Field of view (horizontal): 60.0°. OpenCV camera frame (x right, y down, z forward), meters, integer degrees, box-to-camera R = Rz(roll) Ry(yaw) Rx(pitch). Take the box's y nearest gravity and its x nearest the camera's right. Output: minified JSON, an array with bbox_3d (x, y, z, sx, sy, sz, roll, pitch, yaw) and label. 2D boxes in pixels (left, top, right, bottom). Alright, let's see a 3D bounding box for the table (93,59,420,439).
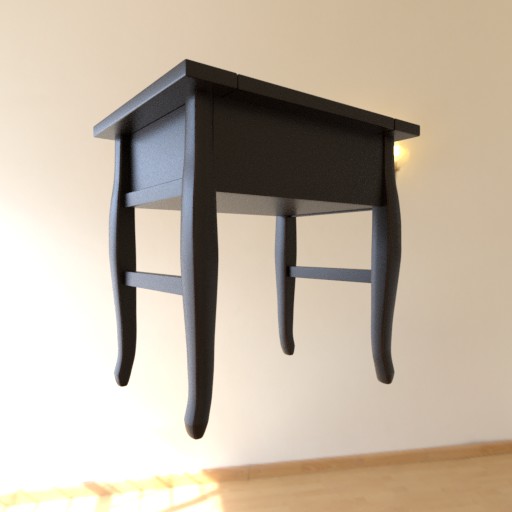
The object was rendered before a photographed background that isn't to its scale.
[{"bbox_3d":[0.000,0.000,1.030,0.602,0.604,0.460,-1,1,-37],"label":"table"}]
